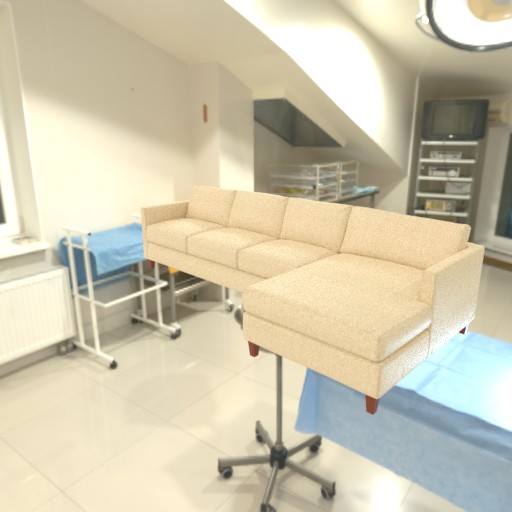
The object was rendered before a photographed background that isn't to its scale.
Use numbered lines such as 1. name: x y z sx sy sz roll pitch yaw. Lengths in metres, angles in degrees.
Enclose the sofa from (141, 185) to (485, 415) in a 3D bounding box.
1. sofa: 0.000 0.000 4.123 3.471 0.954 1.603 15 22 42
